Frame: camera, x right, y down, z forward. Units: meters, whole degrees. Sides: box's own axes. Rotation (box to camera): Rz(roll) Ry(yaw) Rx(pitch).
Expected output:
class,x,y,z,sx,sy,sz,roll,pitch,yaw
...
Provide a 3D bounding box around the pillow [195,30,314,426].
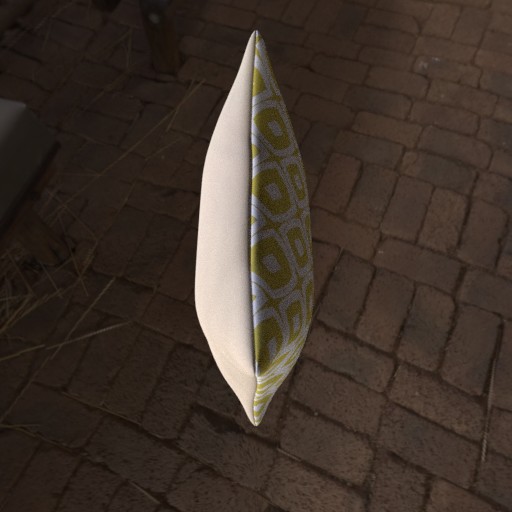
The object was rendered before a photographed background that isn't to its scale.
class,x,y,z,sx,sy,sz,roll,pitch,yaw
pillow,0.000,0.000,0.765,0.188,0.494,0.504,0,64,0
